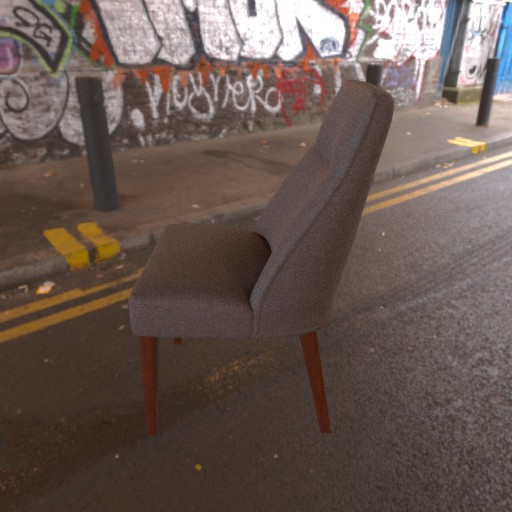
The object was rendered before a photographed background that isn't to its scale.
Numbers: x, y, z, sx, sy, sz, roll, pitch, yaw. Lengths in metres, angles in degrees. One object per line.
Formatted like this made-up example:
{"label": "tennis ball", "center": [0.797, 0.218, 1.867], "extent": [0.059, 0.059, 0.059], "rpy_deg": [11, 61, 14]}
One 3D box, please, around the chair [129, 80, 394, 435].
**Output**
{"label": "chair", "center": [0.000, 0.000, 1.271], "extent": [0.620, 0.930, 0.500], "rpy_deg": [0, 25, 1]}
